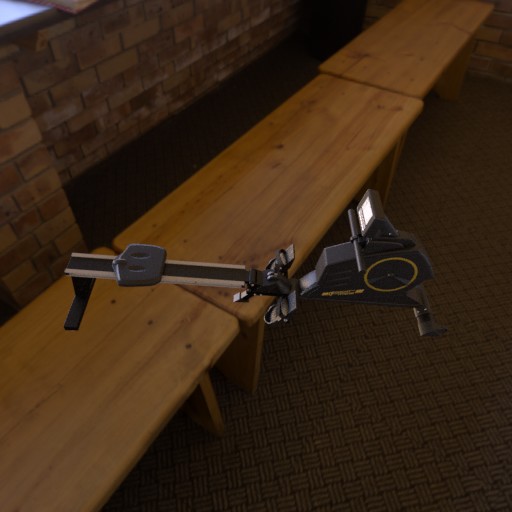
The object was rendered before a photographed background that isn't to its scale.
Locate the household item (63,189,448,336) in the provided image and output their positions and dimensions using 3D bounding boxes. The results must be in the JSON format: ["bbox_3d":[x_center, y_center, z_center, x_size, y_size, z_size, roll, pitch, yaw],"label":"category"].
[{"bbox_3d":[0.000,0.000,2.501,2.251,0.810,0.521,1,47,1],"label":"household item"}]
